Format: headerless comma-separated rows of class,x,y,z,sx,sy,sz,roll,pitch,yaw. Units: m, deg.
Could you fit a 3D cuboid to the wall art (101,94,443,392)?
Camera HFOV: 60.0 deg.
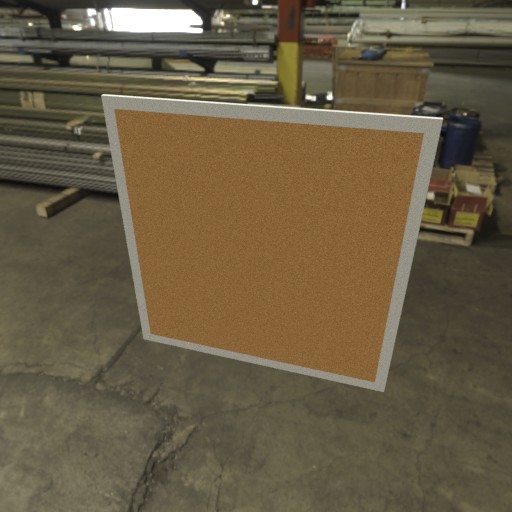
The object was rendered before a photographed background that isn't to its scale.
wall art,0.000,0.000,1.233,0.812,0.813,0.013,9,32,14
